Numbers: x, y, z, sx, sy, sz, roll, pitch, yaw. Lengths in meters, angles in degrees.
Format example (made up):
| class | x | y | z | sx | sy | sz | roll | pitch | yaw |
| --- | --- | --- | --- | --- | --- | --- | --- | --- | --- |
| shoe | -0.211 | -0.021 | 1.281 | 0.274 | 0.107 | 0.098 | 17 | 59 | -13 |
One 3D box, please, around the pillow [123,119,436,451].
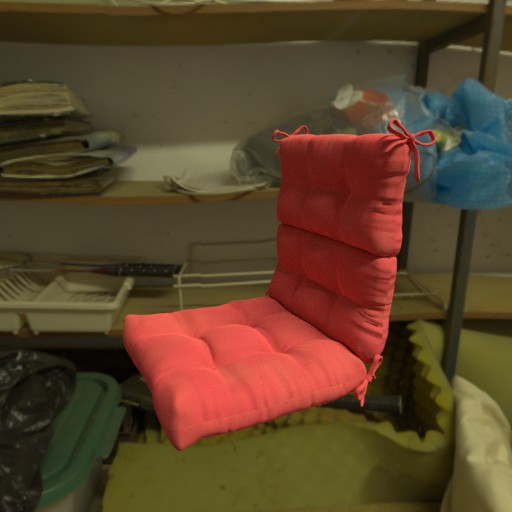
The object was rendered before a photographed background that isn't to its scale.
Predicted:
| class | x | y | z | sx | sy | sz | roll | pitch | yaw |
| --- | --- | --- | --- | --- | --- | --- | --- | --- | --- |
| pillow | 0.000 | 0.000 | 1.035 | 0.571 | 0.605 | 0.519 | -7 | 17 | -25 |
